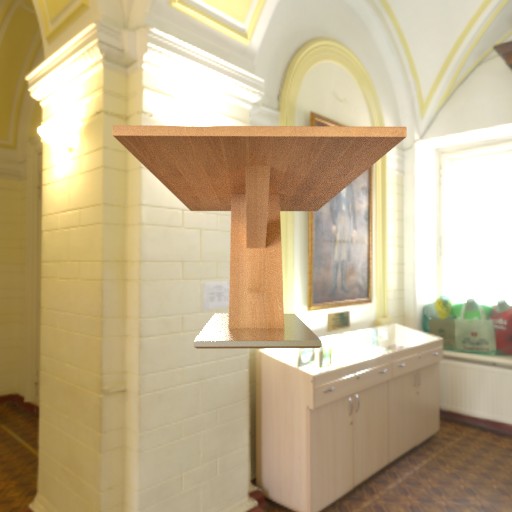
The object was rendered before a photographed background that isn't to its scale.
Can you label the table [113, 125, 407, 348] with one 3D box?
[{"bbox_3d":[0.000,0.000,2.247,0.900,0.750,1.800,0,-2,-1],"label":"table"}]
